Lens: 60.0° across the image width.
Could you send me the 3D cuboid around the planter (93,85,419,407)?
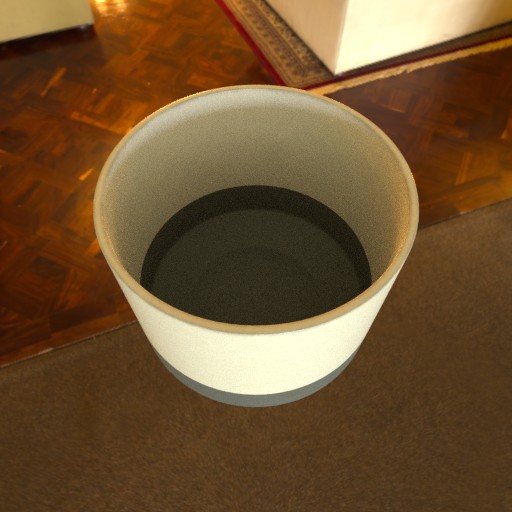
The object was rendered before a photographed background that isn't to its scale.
[{"bbox_3d":[0.000,0.000,0.222,0.128,0.105,0.128,0,57,0],"label":"planter"}]
